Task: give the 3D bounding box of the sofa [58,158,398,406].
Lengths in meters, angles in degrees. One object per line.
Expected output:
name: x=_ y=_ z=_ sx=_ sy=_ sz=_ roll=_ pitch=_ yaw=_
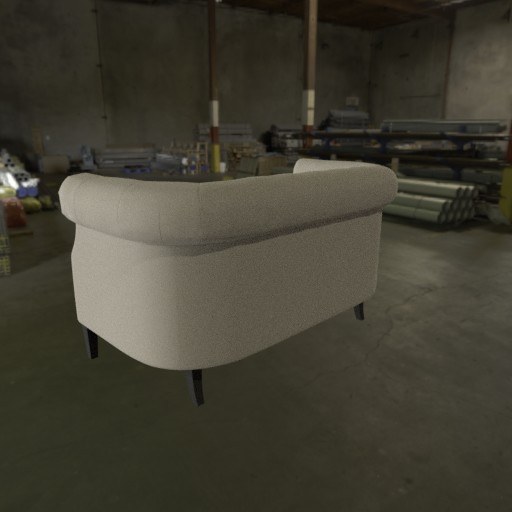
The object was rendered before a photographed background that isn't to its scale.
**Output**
sofa: x=0.000 y=0.000 z=2.088 sx=1.558 sy=0.827 sz=0.835 roll=-15 pitch=22 yaw=-43
